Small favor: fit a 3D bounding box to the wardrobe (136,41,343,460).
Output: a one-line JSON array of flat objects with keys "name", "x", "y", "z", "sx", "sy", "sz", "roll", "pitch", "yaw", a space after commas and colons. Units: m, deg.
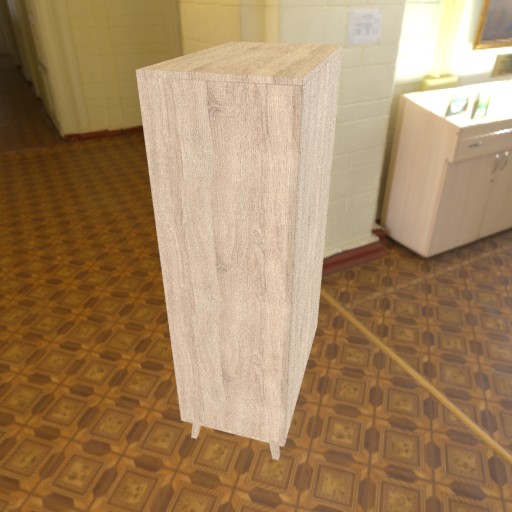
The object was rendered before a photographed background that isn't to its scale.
[{"name": "wardrobe", "x": 0.000, "y": 0.000, "z": 2.357, "sx": 0.600, "sy": 1.960, "sz": 1.000, "roll": 9, "pitch": 32, "yaw": 14}]
